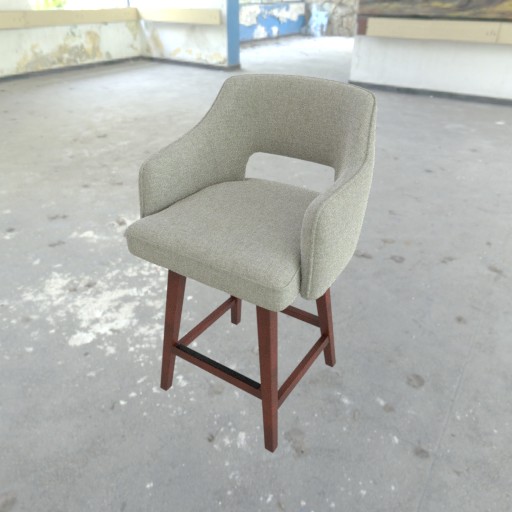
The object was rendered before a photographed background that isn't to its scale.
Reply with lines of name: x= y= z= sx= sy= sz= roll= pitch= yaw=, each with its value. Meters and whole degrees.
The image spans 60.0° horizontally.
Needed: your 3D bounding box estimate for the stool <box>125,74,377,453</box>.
stool: x=0.000 y=0.000 z=1.333 sx=0.599 sy=0.944 sz=0.558 roll=19 pitch=36 yaw=28
